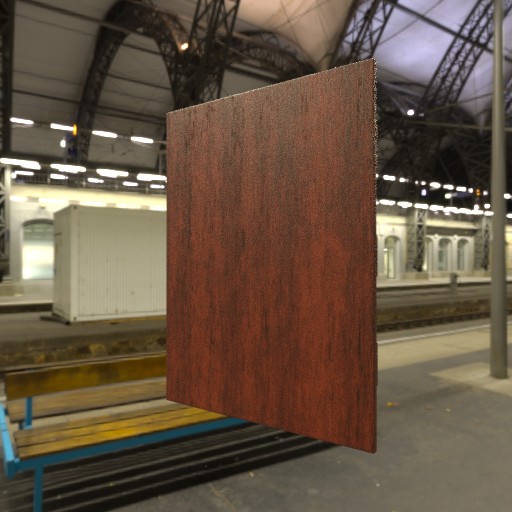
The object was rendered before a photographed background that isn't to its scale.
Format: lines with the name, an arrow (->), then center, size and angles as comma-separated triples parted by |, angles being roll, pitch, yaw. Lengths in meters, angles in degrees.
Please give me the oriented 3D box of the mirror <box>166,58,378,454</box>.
mirror -> 0.000, 0.000, 1.081 | 0.600, 0.805, 0.021 | 0, 0, 35
